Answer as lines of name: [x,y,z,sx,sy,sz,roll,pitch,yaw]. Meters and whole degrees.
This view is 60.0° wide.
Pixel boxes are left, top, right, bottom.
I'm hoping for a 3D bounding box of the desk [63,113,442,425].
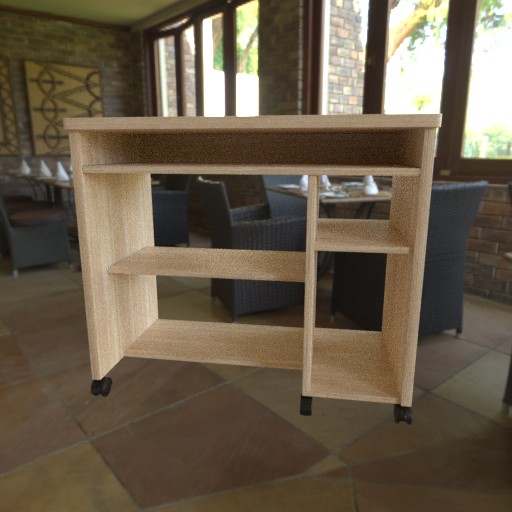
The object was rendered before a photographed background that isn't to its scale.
desk: [0.000,0.000,1.328,0.884,0.770,0.480,2,14,9]
